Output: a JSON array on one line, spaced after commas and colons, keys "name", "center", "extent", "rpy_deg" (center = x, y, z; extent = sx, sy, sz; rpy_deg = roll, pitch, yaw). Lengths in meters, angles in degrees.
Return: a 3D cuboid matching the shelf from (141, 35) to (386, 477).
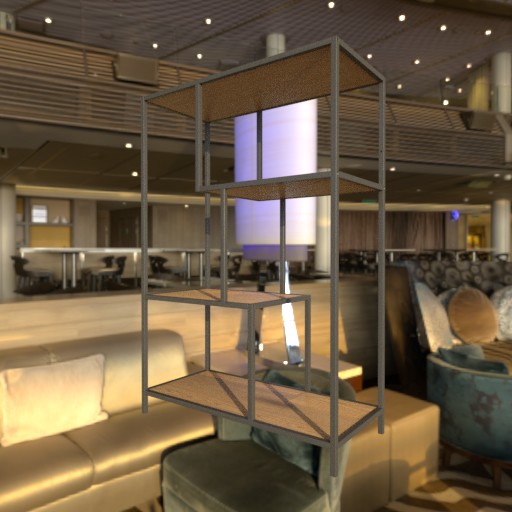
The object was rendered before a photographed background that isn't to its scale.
[{"name": "shelf", "center": [0.000, 0.000, 1.509], "extent": [0.770, 1.138, 0.350], "rpy_deg": [0, 1, 36]}]
